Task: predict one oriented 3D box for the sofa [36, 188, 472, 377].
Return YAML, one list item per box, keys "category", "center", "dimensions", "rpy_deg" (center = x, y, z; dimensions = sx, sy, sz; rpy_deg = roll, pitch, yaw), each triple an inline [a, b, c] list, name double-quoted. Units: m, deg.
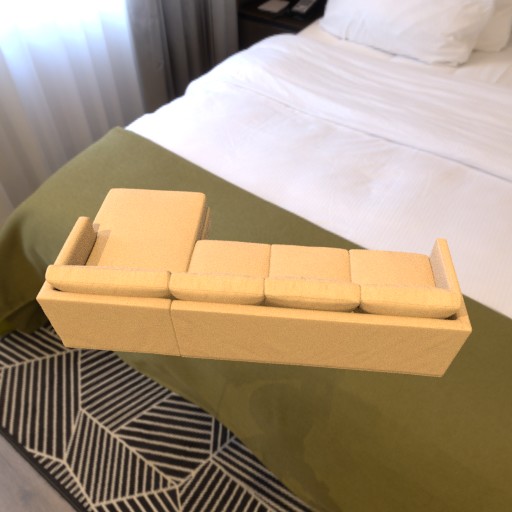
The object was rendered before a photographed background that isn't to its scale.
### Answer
- category: "sofa"
  center: [0.000, 0.000, 3.915]
  dimensions: [3.206, 0.871, 1.622]
  rpy_deg: [4, 48, 3]
